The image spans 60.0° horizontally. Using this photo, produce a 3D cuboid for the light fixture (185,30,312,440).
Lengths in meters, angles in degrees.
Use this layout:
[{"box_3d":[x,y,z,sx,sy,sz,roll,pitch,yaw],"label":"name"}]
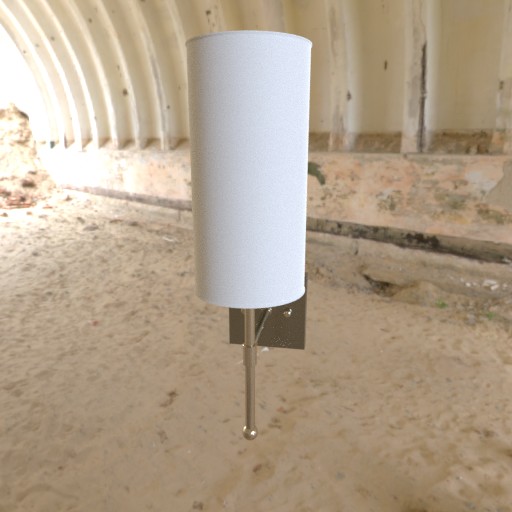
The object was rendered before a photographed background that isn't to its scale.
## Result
[{"box_3d":[0.000,0.000,0.546,0.128,0.462,0.208,3,15,10],"label":"light fixture"}]
